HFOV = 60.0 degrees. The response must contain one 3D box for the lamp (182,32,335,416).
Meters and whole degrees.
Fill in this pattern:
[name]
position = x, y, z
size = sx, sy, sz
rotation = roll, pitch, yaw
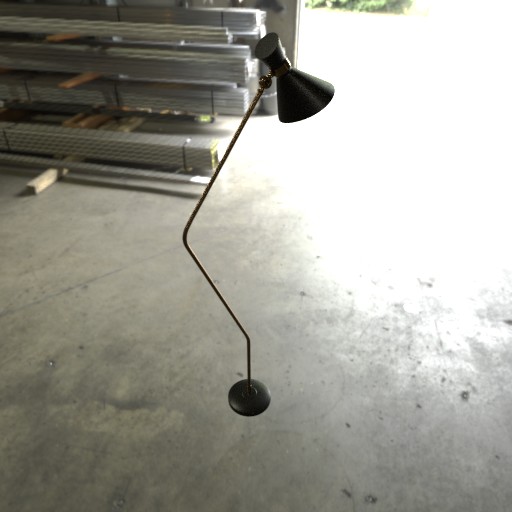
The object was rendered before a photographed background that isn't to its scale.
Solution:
[lamp]
position = 0.000, 0.000, 1.585
size = 0.467, 1.438, 0.277
rotation = -1, 33, -1
